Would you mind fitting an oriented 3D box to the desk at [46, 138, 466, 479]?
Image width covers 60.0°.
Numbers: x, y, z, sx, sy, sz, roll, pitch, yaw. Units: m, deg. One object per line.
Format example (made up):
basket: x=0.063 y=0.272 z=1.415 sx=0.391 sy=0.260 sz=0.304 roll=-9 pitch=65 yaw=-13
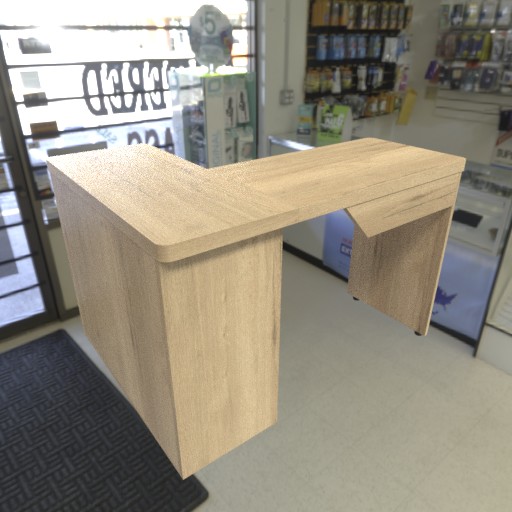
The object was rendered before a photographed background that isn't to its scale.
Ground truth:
desk: x=0.000 y=0.000 z=1.708 sx=1.169 sy=0.760 sz=0.900 roll=-19 pitch=33 yaw=-33
